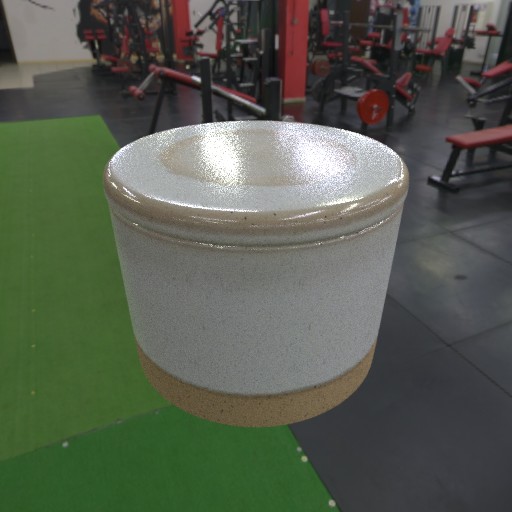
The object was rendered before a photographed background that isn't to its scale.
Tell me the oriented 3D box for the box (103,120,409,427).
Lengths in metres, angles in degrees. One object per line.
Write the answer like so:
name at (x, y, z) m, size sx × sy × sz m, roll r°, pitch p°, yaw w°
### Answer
box at (0.000, 0.000, 0.260) m, size 0.154 × 0.123 × 0.154 m, roll 0°, pitch 30°, yaw 0°
